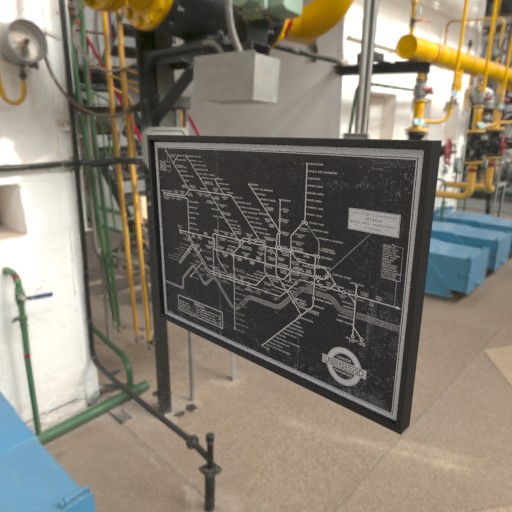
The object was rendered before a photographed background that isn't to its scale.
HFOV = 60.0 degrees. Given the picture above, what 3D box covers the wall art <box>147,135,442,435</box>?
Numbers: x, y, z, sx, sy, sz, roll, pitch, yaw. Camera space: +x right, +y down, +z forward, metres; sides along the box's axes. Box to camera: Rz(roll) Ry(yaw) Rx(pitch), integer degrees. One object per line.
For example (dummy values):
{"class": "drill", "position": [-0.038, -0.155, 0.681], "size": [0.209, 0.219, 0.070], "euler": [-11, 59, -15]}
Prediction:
{"class": "wall art", "position": [0.000, 0.000, 0.581], "size": [0.443, 0.301, 0.021], "euler": [15, 22, 42]}
